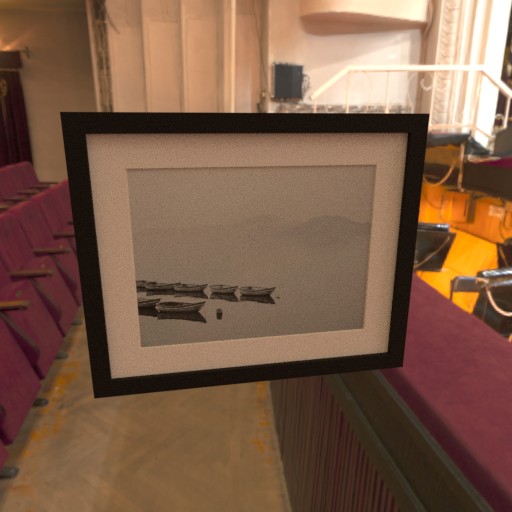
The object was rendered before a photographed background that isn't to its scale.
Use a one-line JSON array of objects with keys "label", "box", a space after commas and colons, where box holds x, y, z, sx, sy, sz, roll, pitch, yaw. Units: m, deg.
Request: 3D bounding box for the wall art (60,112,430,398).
[{"label": "wall art", "box": [0.000, 0.000, 0.529, 0.397, 0.325, 0.028, -3, 17, -10]}]
